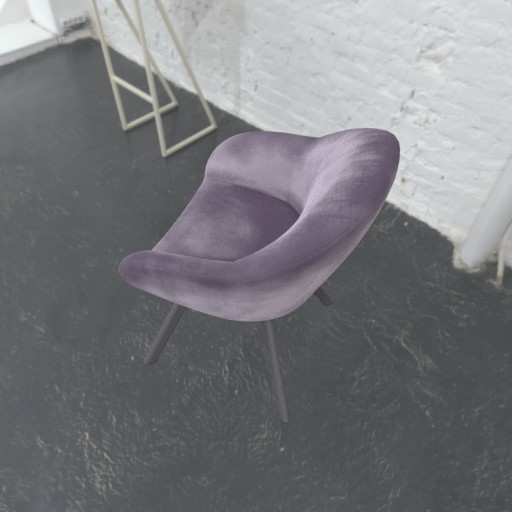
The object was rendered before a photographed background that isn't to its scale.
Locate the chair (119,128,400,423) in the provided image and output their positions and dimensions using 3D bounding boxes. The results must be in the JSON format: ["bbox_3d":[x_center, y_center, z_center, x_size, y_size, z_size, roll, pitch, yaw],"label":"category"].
[{"bbox_3d":[0.000,0.000,1.206,0.590,0.795,0.550,18,50,15],"label":"chair"}]
